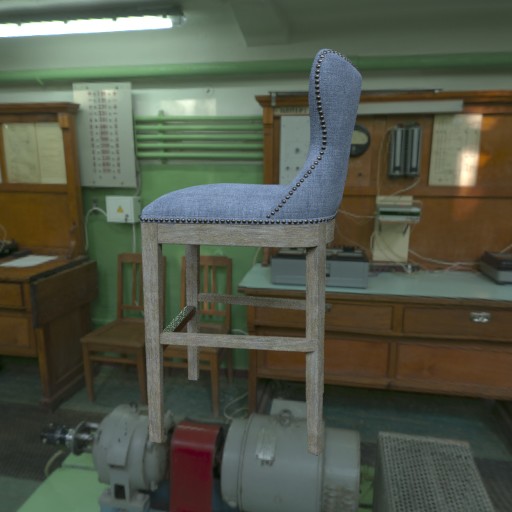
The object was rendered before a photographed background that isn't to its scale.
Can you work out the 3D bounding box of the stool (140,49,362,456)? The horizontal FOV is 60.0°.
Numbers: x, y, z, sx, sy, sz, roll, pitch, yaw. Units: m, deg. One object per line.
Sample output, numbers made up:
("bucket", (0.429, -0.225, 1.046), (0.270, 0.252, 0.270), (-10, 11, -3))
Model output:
("stool", (0.000, 0.000, 1.416), (0.606, 1.123, 0.494), (2, 13, 9))
